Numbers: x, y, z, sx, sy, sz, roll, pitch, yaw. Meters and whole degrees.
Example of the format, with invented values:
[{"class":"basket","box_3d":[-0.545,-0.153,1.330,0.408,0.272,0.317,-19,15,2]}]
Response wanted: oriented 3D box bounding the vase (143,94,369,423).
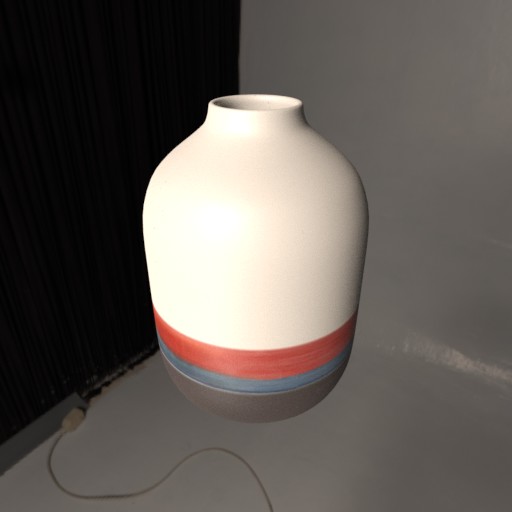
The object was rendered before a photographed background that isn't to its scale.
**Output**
[{"class":"vase","box_3d":[0.000,0.000,0.355,0.169,0.237,0.169,0,29,0]}]
